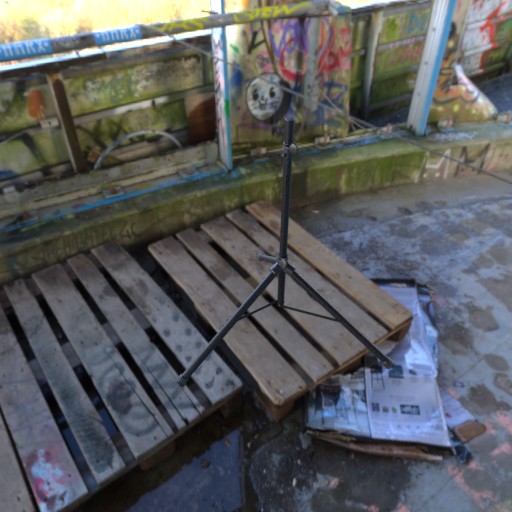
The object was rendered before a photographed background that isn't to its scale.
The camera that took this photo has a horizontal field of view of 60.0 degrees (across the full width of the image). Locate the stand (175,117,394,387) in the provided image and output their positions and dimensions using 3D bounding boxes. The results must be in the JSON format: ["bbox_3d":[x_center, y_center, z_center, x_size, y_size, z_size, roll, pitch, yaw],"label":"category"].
[{"bbox_3d":[0.000,0.000,1.896,0.907,1.136,1.045,-25,46,-27],"label":"stand"}]
